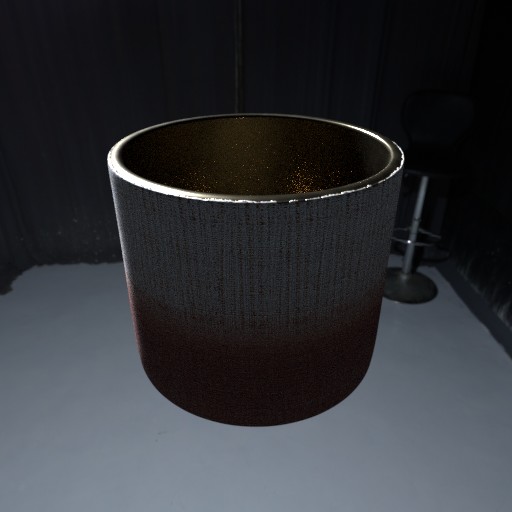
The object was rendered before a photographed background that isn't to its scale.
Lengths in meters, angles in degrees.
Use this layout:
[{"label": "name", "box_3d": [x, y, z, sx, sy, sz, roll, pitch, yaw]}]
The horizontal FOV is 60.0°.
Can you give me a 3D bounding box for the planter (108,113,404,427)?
[{"label": "planter", "box_3d": [0.000, 0.000, 0.310, 0.178, 0.157, 0.178, 0, 30, 0]}]
